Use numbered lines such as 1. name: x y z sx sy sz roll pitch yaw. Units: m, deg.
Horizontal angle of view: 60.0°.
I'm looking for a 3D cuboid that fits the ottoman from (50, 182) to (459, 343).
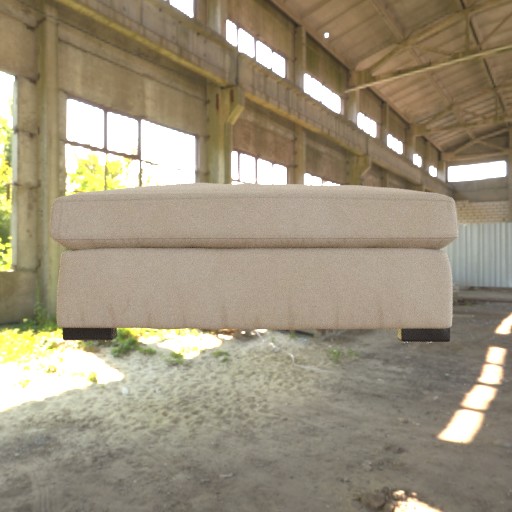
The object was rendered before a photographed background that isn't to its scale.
1. ottoman: 0.000 0.000 1.859 1.205 0.522 1.190 0 0 1
